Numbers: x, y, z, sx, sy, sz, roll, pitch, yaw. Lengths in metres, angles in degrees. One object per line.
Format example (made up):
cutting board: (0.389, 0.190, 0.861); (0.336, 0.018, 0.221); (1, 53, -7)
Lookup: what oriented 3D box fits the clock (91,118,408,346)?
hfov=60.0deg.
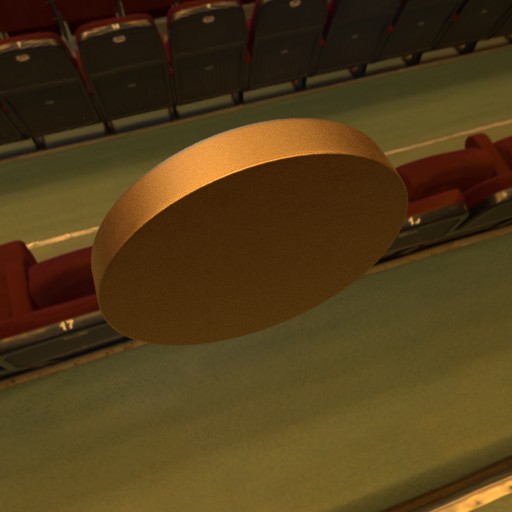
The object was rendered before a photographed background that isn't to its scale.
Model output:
clock: (0.000, 0.000, 0.452); (0.314, 0.314, 0.040); (-17, 60, -10)
